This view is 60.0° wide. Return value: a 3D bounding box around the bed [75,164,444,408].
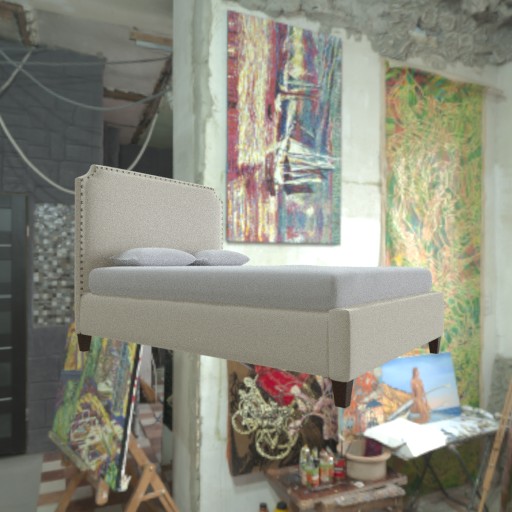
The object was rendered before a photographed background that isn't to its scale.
[{"bbox_3d":[0.000,0.000,3.468,2.372,1.497,1.712,-1,-1,37],"label":"bed"}]
